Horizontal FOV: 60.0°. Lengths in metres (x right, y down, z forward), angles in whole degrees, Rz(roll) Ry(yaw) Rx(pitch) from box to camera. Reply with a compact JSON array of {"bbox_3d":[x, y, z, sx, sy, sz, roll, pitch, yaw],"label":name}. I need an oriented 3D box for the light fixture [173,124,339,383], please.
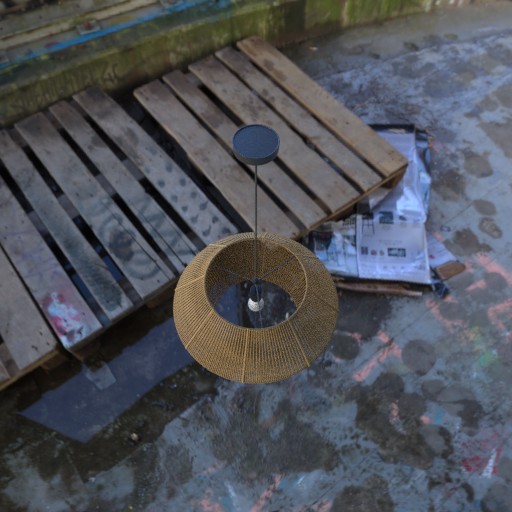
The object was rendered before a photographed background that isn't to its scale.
[{"bbox_3d":[0.000,0.000,1.428,0.643,1.009,0.643,0,59,0],"label":"light fixture"}]
